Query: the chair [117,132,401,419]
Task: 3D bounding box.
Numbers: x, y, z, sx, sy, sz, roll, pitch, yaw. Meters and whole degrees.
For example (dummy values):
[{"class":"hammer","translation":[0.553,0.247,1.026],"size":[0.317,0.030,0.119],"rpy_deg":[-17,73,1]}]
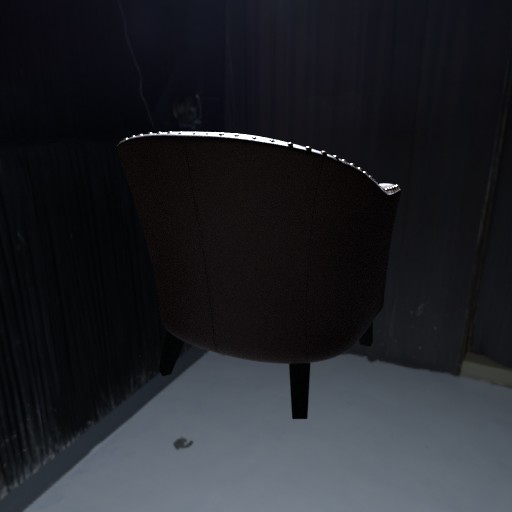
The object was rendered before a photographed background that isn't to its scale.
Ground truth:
[{"class":"chair","translation":[0.000,0.000,1.489],"size":[0.794,0.823,0.748],"rpy_deg":[9,20,26]}]
